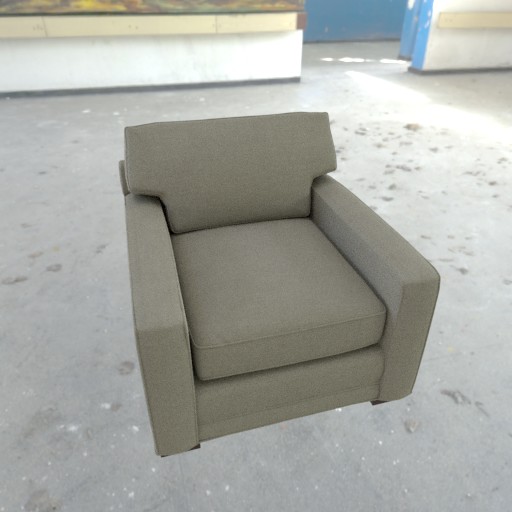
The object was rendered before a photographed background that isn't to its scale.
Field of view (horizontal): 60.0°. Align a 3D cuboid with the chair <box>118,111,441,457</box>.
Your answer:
[{"bbox_3d":[0.000,0.000,1.812,0.999,0.934,1.044,-8,33,-13],"label":"chair"}]
